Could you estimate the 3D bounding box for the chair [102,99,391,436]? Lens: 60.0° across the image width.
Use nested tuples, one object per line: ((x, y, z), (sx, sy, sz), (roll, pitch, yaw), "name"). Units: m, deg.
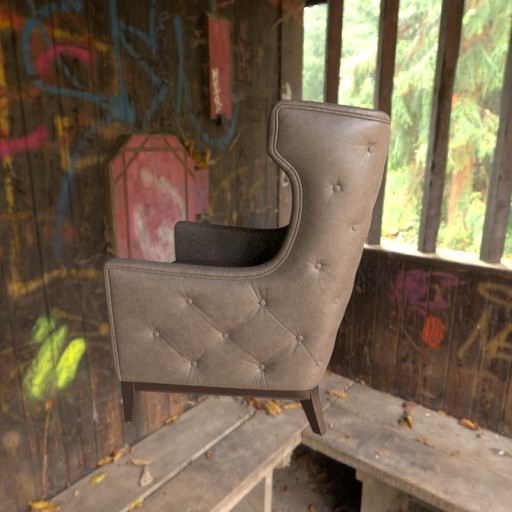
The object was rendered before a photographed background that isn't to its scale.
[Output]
((0.000, 0.000, 1.700), (0.899, 1.079, 0.769), (2, 15, 9), "chair")
